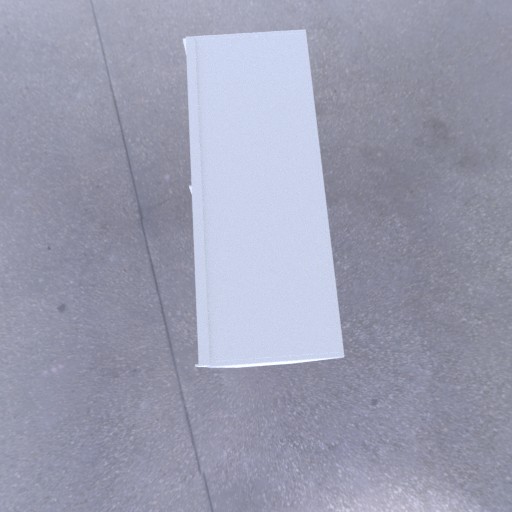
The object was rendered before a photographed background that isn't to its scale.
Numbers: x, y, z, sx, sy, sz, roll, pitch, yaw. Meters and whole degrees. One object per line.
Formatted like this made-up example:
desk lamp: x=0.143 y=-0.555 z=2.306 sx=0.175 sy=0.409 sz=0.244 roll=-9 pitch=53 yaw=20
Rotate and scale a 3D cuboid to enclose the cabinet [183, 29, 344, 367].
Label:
cabinet: x=0.000 y=0.000 z=2.613 sx=0.480 sy=2.160 sz=1.250 roll=-4 pitch=76 yaw=-1
